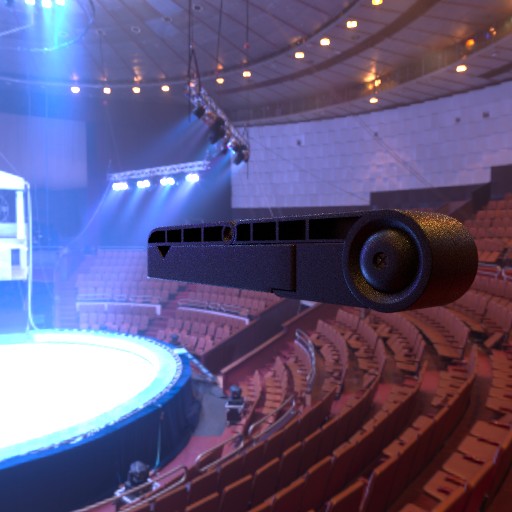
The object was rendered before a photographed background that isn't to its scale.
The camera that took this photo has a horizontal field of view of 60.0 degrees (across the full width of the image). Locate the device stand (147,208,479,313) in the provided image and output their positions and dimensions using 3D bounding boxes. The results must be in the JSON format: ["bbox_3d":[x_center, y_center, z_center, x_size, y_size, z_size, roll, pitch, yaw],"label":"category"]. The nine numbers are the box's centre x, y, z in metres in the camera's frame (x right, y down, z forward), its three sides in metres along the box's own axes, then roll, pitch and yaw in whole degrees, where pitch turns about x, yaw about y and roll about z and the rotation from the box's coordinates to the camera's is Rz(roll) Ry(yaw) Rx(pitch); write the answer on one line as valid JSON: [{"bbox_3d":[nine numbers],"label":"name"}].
[{"bbox_3d":[0.000,0.000,0.191,0.026,0.030,0.179,-1,1,-37],"label":"device stand"}]
